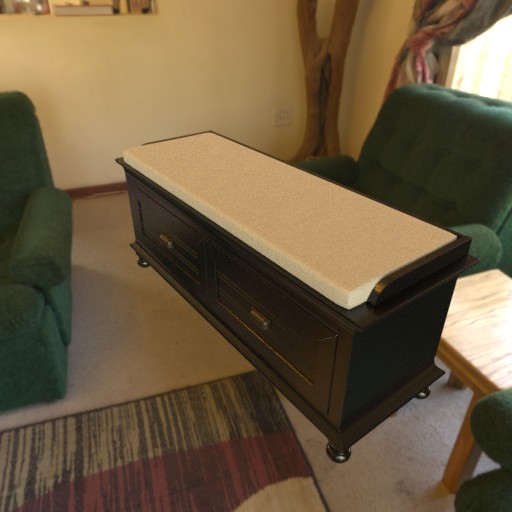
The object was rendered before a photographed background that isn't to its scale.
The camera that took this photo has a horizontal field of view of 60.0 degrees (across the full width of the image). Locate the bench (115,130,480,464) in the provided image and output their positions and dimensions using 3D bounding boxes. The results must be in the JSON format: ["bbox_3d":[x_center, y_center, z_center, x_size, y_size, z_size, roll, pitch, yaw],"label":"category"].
[{"bbox_3d":[0.000,0.000,1.426,0.402,0.501,1.185,-21,37,-31],"label":"bench"}]
